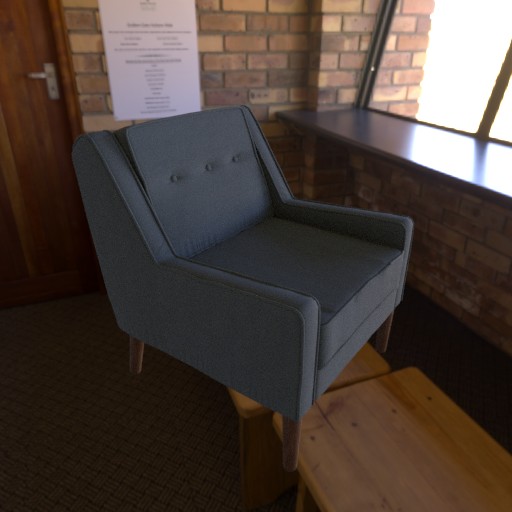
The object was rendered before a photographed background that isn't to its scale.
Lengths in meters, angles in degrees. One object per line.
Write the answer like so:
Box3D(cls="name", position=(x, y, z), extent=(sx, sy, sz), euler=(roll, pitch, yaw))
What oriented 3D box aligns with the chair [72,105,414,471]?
Box3D(cls="chair", position=(0.000, 0.000, 1.327), extent=(0.733, 0.780, 0.663), euler=(18, 32, 32))
